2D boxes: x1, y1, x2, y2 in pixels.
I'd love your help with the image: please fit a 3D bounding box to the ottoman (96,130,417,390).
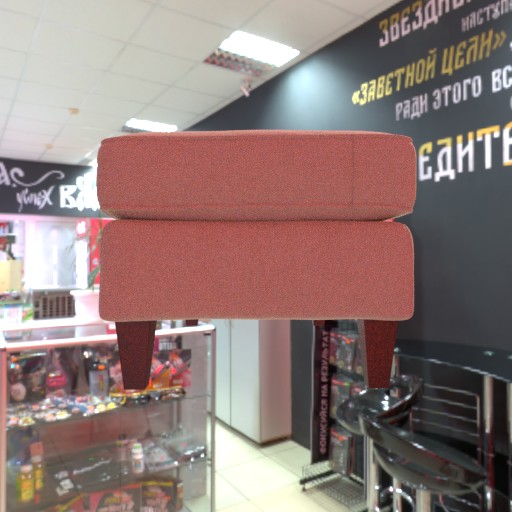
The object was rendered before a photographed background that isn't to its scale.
[{"bbox_3d":[0.000,0.000,1.187,0.583,0.484,0.862,0,0,0],"label":"ottoman"}]
